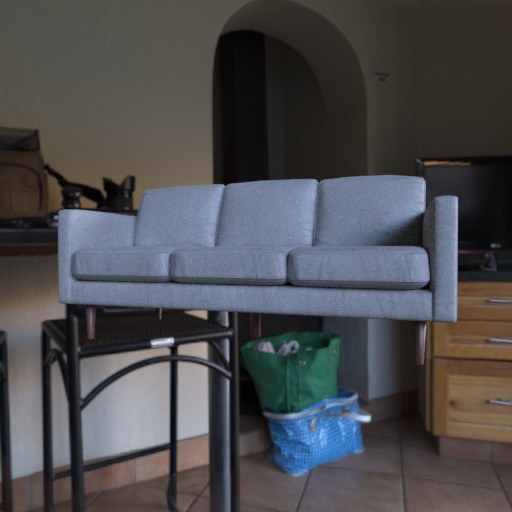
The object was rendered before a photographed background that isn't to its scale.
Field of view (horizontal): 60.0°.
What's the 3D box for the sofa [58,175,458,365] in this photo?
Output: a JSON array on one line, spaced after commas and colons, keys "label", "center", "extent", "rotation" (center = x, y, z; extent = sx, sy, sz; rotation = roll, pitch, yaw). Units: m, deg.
[{"label": "sofa", "center": [0.000, 0.000, 2.478], "extent": [1.983, 0.918, 0.944], "rotation": [0, 1, 19]}]
